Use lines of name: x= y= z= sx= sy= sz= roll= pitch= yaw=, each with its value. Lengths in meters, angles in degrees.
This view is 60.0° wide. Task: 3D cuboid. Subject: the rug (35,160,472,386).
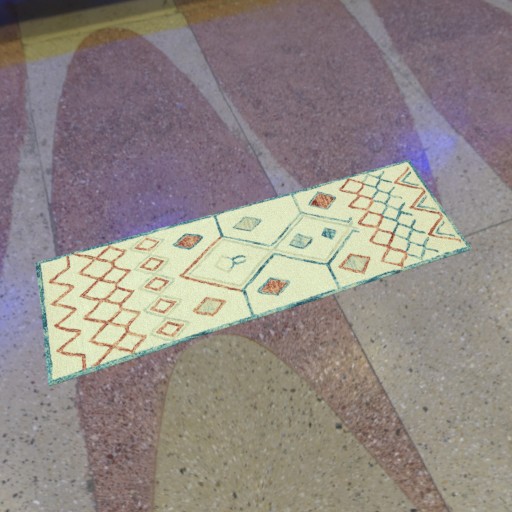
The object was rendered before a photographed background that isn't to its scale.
rug: x=0.000 y=0.000 z=2.582 sx=2.435 sy=0.011 sz=0.750 roll=-17 pitch=60 yaw=-10
